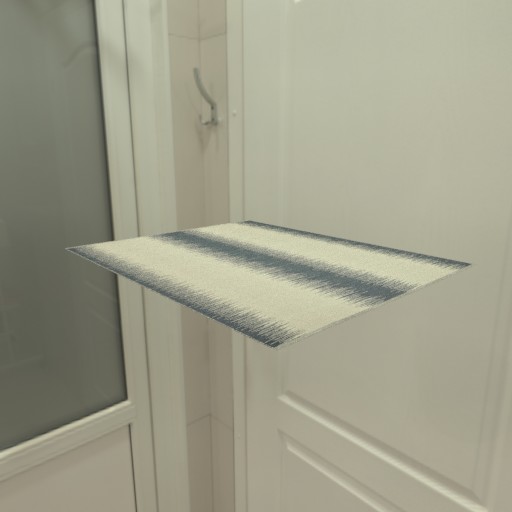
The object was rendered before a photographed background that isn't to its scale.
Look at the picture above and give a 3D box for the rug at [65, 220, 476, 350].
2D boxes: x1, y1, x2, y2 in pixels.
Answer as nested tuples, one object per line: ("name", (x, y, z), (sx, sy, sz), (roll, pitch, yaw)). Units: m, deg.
("rug", (0.000, 0.000, 4.158), (2.453, 0.004, 3.037), (-13, 19, -40))
